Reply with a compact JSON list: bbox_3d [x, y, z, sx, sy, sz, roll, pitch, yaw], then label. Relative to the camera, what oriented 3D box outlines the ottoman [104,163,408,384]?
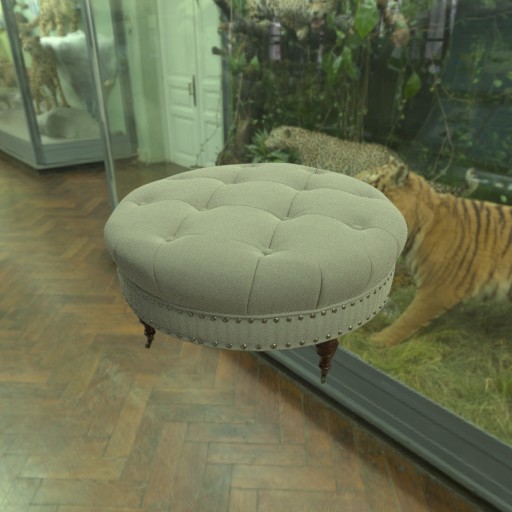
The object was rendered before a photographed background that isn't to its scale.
[{"bbox_3d":[0.000,0.000,1.423,0.901,0.439,0.901,0,27,0],"label":"ottoman"}]
